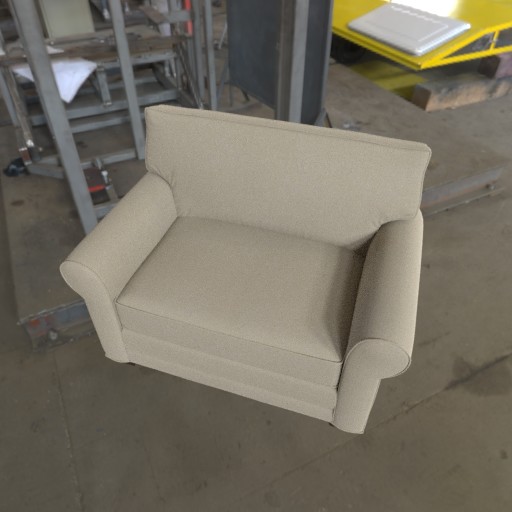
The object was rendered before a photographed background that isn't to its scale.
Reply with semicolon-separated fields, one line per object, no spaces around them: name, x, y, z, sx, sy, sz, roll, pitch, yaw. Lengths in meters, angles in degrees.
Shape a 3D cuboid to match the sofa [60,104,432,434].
sofa;0.000;0.000;2.034;1.405;1.006;0.937;13;44;13
